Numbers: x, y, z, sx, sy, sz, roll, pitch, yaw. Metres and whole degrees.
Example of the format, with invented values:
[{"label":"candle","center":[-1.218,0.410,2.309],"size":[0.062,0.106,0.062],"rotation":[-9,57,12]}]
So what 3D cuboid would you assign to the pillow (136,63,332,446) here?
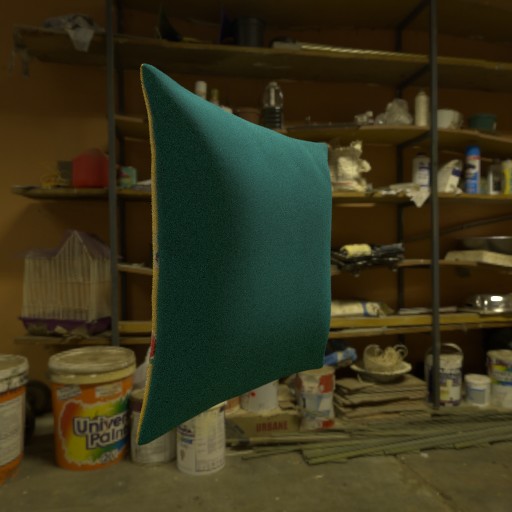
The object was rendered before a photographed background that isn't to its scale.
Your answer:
[{"label":"pillow","center":[0.000,0.000,0.797],"size":[0.166,0.508,0.525],"rotation":[0,0,36]}]
